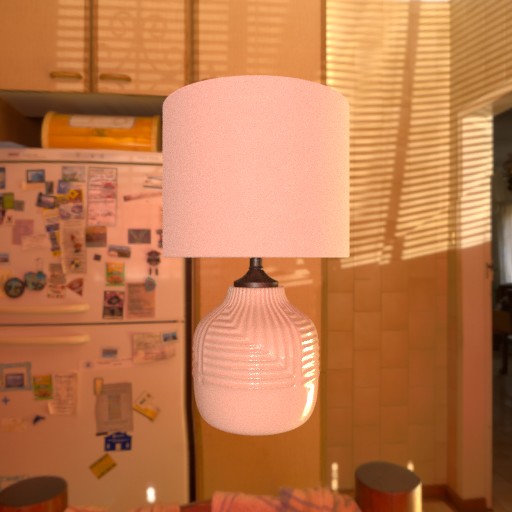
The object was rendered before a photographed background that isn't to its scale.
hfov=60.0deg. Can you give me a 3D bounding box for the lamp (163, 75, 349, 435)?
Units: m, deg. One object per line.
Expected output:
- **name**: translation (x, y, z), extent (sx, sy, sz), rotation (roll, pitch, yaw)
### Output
- **lamp**: translation (0.000, 0.000, 0.770), extent (0.318, 0.567, 0.318), rotation (0, 0, 0)
